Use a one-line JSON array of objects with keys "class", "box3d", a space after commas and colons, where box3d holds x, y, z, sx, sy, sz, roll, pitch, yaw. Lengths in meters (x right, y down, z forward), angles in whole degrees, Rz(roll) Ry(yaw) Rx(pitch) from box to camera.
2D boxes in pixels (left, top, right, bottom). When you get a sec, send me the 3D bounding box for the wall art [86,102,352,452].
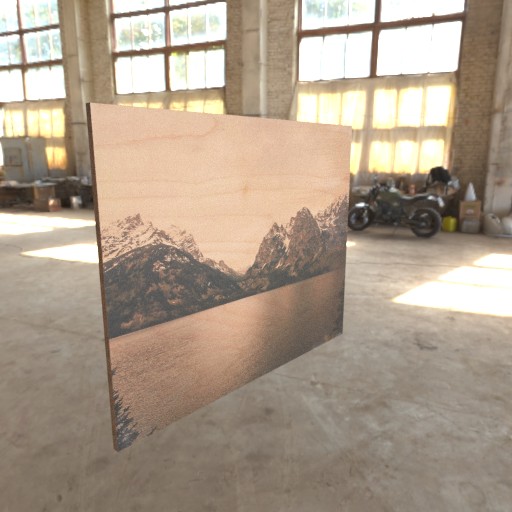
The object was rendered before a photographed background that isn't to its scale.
[{"class": "wall art", "box3d": [0.000, 0.000, 0.683, 0.010, 0.408, 0.508, 12, 17, 42]}]
